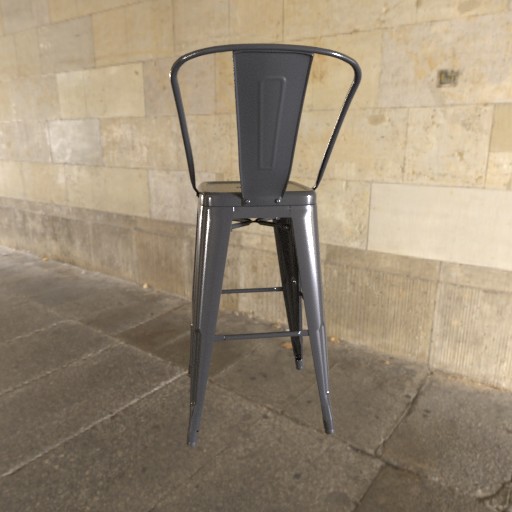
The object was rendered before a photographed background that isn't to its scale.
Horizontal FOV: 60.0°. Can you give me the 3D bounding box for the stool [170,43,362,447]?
[{"bbox_3d":[0.000,0.000,1.270,0.432,1.022,0.528,-2,15,-8],"label":"stool"}]
